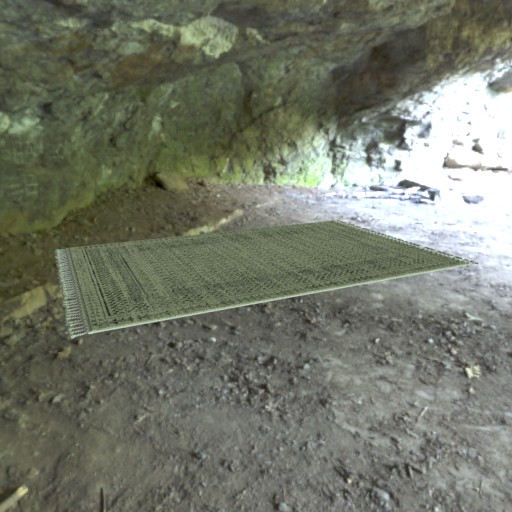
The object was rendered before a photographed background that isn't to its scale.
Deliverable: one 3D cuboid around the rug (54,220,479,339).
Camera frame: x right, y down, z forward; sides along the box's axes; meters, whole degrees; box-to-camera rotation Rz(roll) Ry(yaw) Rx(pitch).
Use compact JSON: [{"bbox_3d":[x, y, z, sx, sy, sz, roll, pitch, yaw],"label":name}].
[{"bbox_3d":[0.000,0.000,3.018,2.486,0.013,1.548,-8,18,-24],"label":"rug"}]
